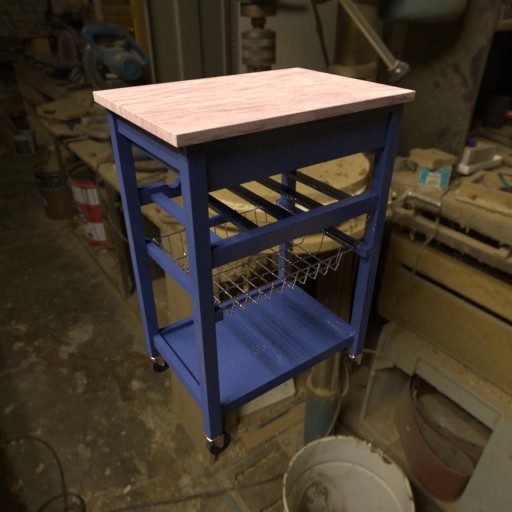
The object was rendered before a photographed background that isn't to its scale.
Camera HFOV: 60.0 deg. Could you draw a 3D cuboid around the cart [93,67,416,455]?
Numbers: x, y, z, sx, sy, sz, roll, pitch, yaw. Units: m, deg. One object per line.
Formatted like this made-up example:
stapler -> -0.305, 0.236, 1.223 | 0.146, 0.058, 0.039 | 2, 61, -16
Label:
cart -> 0.000, 0.000, 1.180 | 0.584, 0.839, 0.403 | -20, 37, -30
